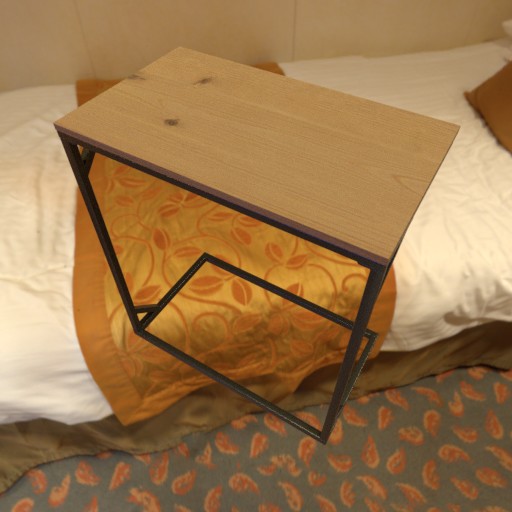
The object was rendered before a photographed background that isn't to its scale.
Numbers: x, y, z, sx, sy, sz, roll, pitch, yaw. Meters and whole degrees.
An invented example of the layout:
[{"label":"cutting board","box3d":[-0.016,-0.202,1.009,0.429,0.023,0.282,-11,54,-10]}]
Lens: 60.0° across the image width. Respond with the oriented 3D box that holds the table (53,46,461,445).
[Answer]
[{"label":"table","box3d":[0.000,0.000,1.003,0.597,0.673,0.351,24,53,20]}]
